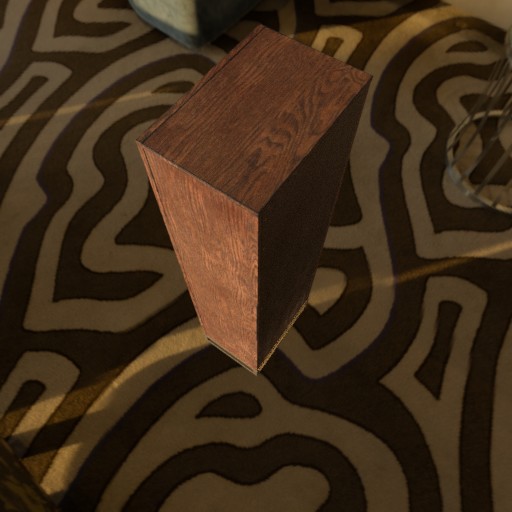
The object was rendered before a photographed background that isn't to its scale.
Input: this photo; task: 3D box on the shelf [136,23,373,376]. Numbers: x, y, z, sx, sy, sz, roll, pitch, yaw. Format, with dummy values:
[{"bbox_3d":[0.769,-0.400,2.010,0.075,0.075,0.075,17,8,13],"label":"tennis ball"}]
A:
[{"bbox_3d":[0.000,0.000,1.915,0.395,1.732,0.539,32,68,15],"label":"shelf"}]
